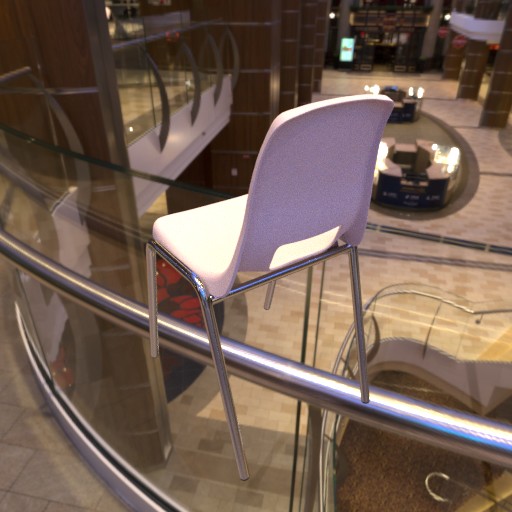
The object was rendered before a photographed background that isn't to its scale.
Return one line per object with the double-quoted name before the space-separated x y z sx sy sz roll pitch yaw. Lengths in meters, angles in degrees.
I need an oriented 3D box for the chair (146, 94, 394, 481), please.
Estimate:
"chair" 0.000 0.000 0.922 0.381 0.704 0.436 -19 36 -29
